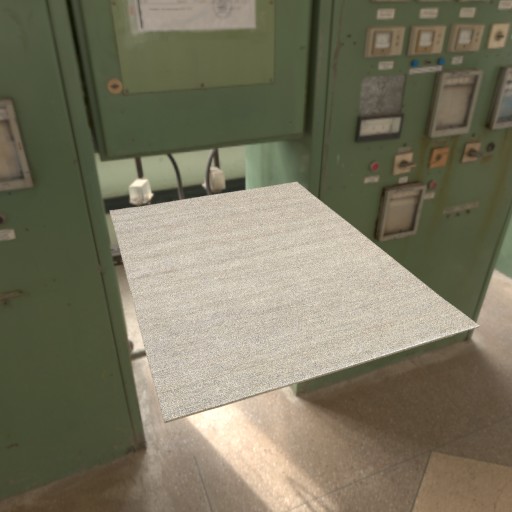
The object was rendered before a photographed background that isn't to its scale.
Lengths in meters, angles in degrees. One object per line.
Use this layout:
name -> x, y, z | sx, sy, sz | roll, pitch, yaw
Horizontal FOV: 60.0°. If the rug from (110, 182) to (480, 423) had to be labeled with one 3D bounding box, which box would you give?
rug -> 0.000, 0.000, 4.850 | 2.757, 0.051, 3.626 | -11, 33, -18
